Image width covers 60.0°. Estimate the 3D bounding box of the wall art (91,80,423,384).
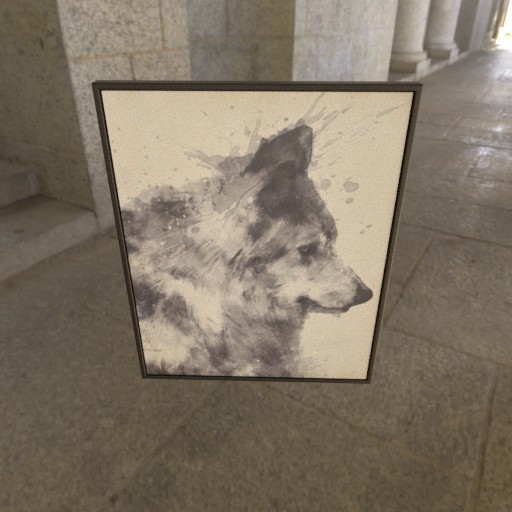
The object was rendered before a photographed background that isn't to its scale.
[{"bbox_3d":[0.000,0.000,0.747,0.451,0.551,0.028,1,29,2],"label":"wall art"}]
